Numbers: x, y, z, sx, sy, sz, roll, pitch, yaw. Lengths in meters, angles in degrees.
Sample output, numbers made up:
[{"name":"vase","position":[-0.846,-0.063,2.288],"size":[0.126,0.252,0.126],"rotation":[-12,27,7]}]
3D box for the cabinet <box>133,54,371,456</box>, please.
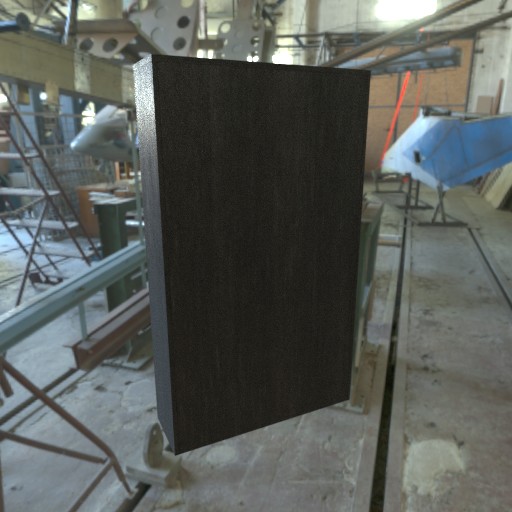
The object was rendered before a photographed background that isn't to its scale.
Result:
[{"name":"cabinet","position":[0.000,0.000,1.626],"size":[0.750,1.280,0.250],"rotation":[-8,18,-25]}]
